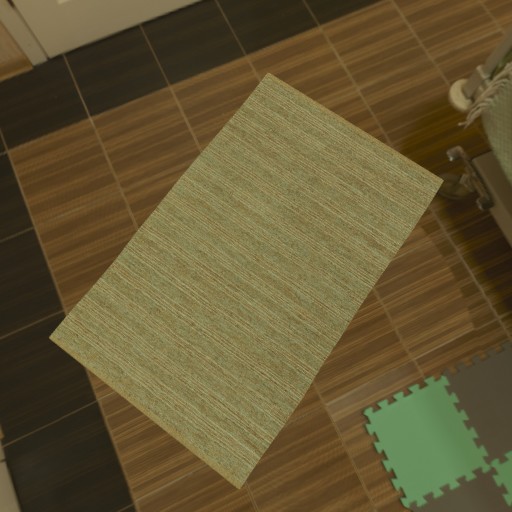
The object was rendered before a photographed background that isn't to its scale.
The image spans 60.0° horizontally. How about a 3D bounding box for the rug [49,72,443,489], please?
[{"bbox_3d":[0.000,0.000,2.998,1.540,0.012,2.448,35,78,9],"label":"rug"}]
